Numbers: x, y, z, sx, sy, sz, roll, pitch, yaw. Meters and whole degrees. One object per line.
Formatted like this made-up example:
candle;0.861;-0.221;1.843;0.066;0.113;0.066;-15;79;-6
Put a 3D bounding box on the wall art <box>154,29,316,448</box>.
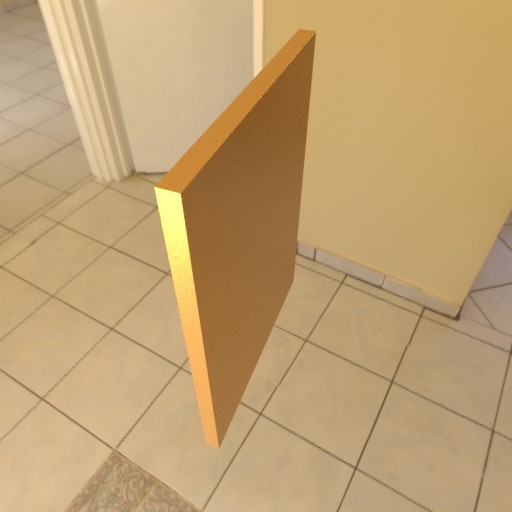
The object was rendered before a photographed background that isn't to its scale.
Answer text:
wall art;0.000;0.000;1.045;0.038;0.812;0.610;16;48;15
